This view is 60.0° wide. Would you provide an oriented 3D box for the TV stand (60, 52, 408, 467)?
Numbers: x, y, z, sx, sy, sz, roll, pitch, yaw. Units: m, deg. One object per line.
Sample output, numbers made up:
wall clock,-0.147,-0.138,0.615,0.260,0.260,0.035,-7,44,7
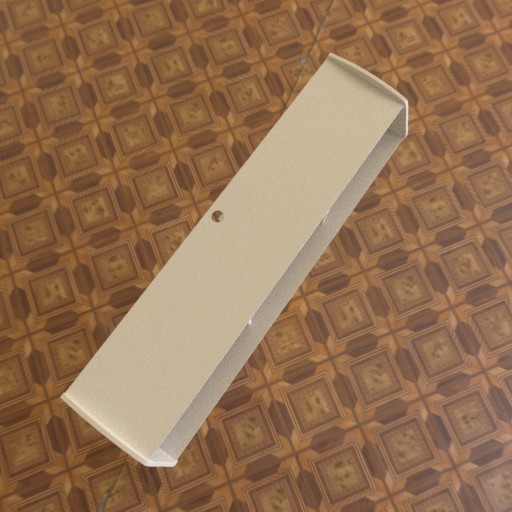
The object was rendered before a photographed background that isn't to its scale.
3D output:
TV stand,0.000,0.000,1.633,0.397,0.424,1.473,35,79,8
